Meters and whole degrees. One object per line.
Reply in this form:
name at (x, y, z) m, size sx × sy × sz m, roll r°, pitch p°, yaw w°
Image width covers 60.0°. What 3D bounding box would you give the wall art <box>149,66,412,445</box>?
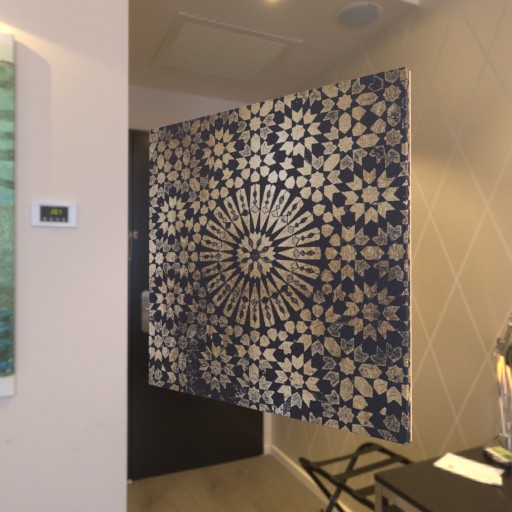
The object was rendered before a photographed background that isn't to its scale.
wall art at (0.000, 0.000, 1.342) m, size 0.914 × 0.914 × 0.038 m, roll 0°, pitch -1°, yaw 35°
